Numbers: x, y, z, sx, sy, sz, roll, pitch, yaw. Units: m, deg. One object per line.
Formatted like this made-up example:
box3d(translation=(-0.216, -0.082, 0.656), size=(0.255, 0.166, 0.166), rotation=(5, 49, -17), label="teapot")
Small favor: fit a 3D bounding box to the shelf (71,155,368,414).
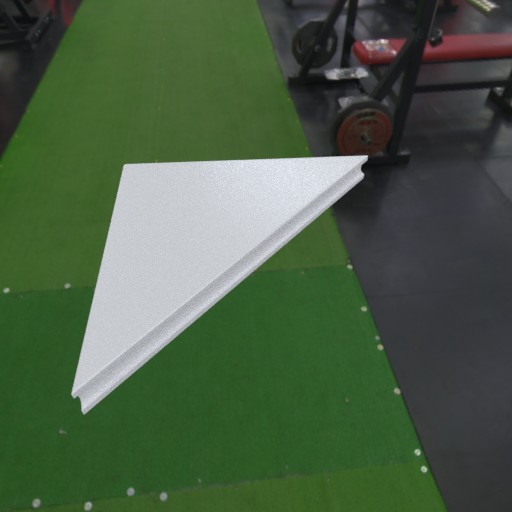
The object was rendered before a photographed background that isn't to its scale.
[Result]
box3d(translation=(0.000, 0.000, 0.446), size=(0.296, 0.035, 0.296), rotation=(-3, 46, -3), label="shelf")
